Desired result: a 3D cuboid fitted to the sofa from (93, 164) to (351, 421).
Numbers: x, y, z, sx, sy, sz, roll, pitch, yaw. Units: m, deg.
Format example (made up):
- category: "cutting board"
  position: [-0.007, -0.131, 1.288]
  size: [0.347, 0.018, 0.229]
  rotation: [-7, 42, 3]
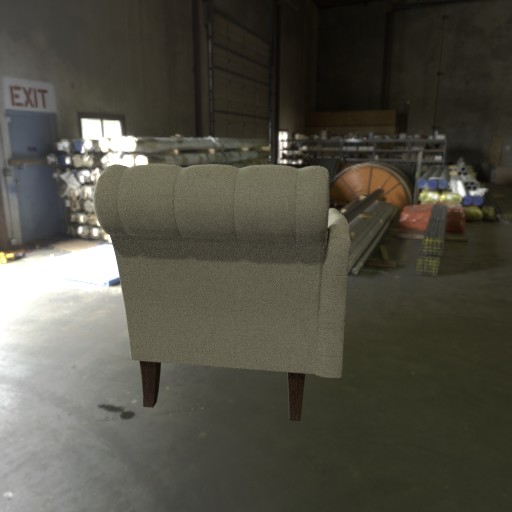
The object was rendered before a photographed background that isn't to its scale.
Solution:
- category: "sofa"
  position: [0.000, 0.000, 1.796]
  size: [0.675, 0.787, 1.379]
  rotation: [2, 15, 8]
